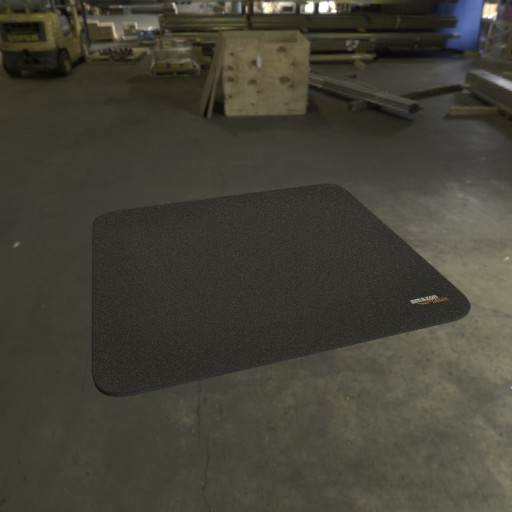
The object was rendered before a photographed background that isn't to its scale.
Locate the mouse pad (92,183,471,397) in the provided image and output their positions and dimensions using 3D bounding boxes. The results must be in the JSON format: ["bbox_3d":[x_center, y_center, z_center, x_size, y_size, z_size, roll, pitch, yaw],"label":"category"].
[{"bbox_3d":[0.000,0.000,0.324,0.229,0.003,0.203,-10,34,-14],"label":"mouse pad"}]
